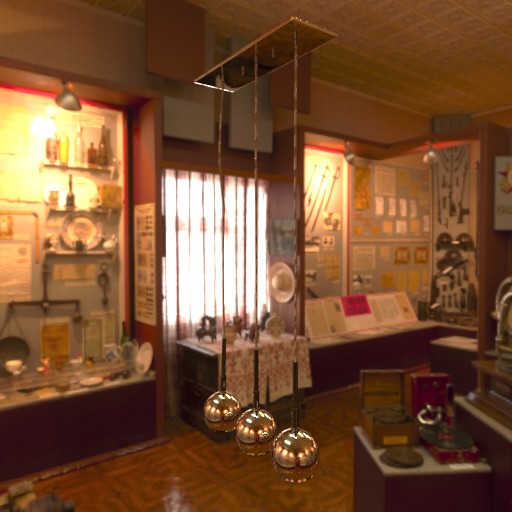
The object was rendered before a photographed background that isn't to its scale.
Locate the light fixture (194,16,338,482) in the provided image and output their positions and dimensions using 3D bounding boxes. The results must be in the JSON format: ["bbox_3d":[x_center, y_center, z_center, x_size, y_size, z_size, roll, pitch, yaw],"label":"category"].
[{"bbox_3d":[0.000,0.000,1.611,0.188,1.408,0.623,-1,1,-36],"label":"light fixture"}]
